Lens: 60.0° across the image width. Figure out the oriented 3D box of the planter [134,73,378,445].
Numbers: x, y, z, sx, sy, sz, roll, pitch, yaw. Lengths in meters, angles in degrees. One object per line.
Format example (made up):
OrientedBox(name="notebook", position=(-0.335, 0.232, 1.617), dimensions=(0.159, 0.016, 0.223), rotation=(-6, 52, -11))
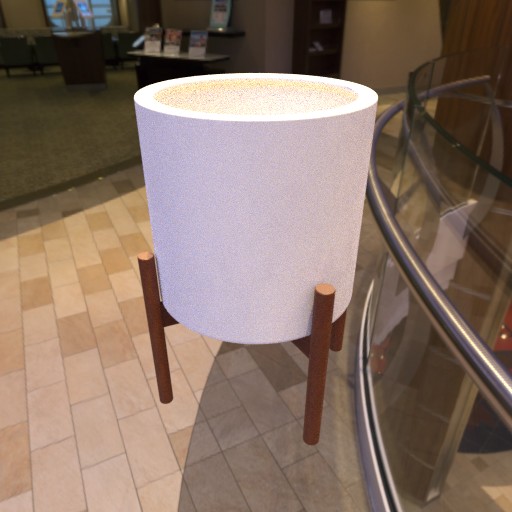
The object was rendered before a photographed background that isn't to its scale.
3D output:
OrientedBox(name="planter", position=(0.000, 0.000, 0.947), dimensions=(0.417, 0.670, 0.417), rotation=(9, 32, 15))
